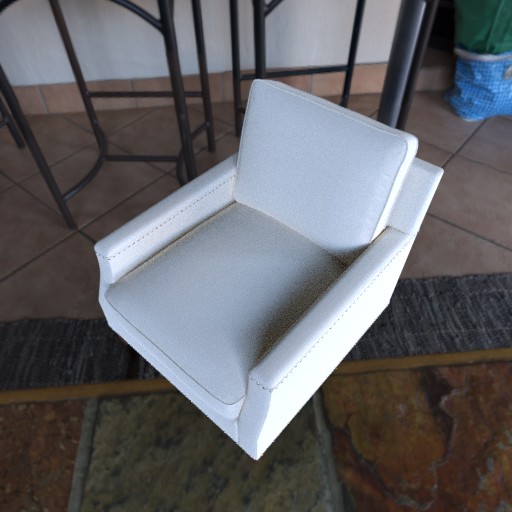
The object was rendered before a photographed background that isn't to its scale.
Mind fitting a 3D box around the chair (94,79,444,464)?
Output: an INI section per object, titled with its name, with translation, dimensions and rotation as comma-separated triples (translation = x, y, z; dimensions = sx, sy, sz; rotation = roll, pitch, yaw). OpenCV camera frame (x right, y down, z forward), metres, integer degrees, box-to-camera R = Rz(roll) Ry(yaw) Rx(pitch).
[chair]
translation = 0.000, 0.000, 1.691
dimensions = 0.853, 0.943, 1.014
rotation = 33, 55, 27
